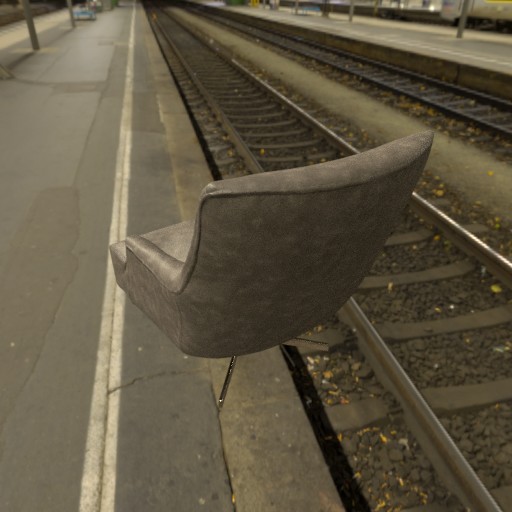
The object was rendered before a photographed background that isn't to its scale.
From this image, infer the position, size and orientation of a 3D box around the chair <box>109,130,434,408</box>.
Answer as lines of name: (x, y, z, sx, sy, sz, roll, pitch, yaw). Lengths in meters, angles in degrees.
chair: (0.000, 0.000, 1.449, 0.738, 0.870, 0.874, -19, 36, -29)
